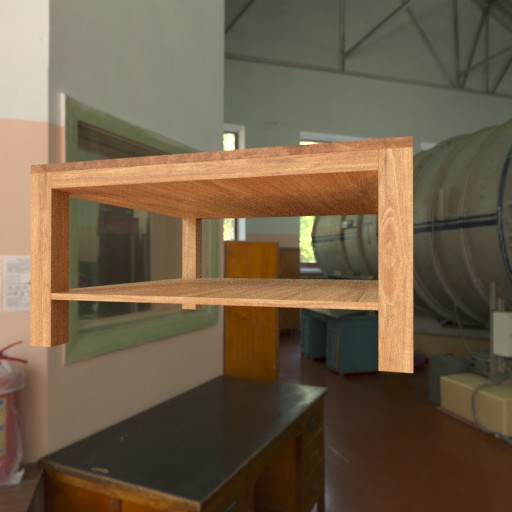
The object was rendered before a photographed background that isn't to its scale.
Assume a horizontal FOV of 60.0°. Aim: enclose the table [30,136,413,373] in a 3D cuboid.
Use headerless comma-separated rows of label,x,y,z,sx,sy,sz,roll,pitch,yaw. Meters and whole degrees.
table,0.000,0.000,1.402,0.900,0.450,0.900,0,0,17
